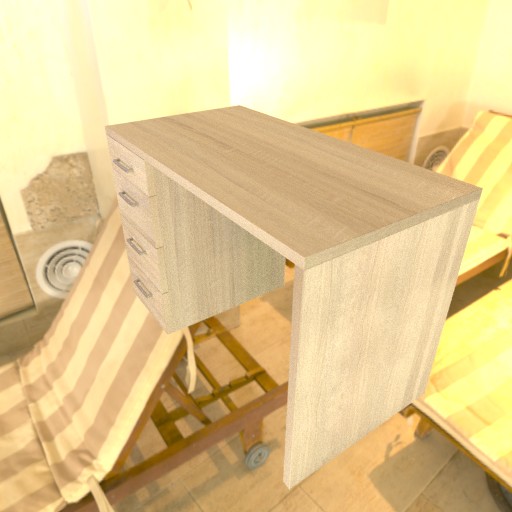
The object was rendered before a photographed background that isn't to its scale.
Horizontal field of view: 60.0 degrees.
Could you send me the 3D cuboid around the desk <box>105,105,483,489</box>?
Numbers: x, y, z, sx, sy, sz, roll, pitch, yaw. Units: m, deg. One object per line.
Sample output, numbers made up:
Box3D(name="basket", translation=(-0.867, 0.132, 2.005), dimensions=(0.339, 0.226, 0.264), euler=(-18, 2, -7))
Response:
Box3D(name="desk", translation=(0.000, 0.000, 1.522), dimensions=(0.600, 0.731, 1.100), euler=(-20, 37, -29))
